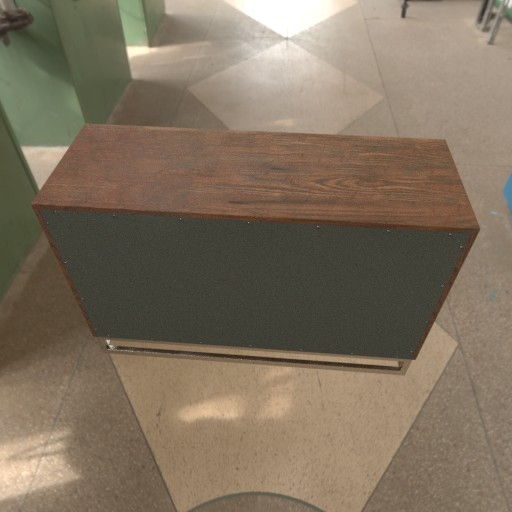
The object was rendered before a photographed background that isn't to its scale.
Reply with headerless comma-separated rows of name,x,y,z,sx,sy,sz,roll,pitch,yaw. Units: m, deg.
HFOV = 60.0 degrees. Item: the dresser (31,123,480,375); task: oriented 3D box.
dresser,0.000,0.000,2.210,1.646,1.061,0.623,3,46,3
